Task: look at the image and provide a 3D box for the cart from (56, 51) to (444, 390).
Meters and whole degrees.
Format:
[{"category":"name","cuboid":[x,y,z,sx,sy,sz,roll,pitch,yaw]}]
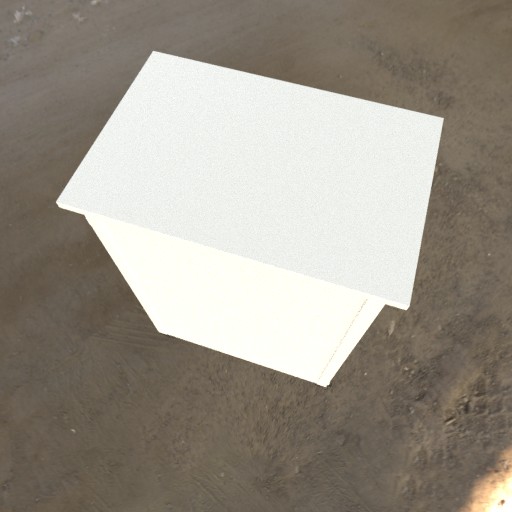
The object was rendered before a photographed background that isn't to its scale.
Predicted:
[{"category":"cart","cuboid":[0.000,0.000,1.266,0.683,0.864,0.442,16,64,8]}]
